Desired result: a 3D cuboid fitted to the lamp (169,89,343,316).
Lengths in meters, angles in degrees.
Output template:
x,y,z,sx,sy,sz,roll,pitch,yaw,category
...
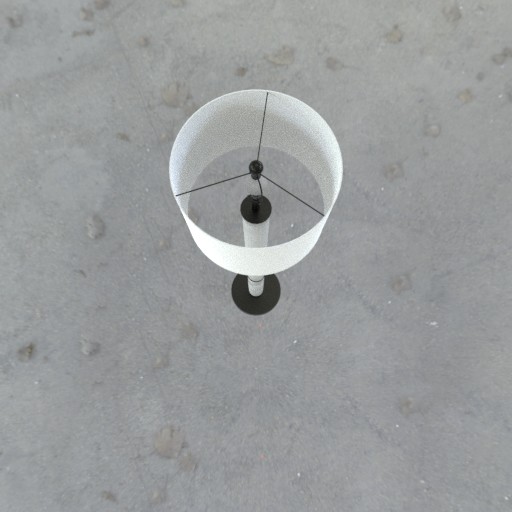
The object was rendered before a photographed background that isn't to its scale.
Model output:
x,y,z,sx,sy,sz,roll,pitch,yaw,category
0.000,0.000,1.725,0.377,1.599,0.377,-21,77,-5,lamp
